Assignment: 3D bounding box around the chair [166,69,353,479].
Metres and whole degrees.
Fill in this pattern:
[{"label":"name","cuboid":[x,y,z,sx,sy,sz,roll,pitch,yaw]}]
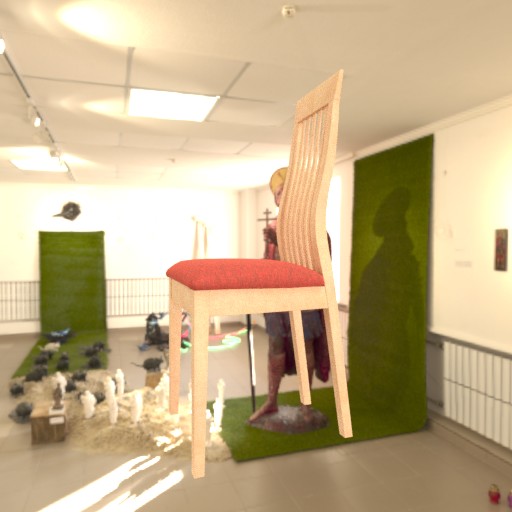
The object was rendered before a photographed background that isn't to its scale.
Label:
[{"label":"chair","cuboid":[0.000,0.000,1.302,0.474,1.027,0.460,-1,2,-19]}]
